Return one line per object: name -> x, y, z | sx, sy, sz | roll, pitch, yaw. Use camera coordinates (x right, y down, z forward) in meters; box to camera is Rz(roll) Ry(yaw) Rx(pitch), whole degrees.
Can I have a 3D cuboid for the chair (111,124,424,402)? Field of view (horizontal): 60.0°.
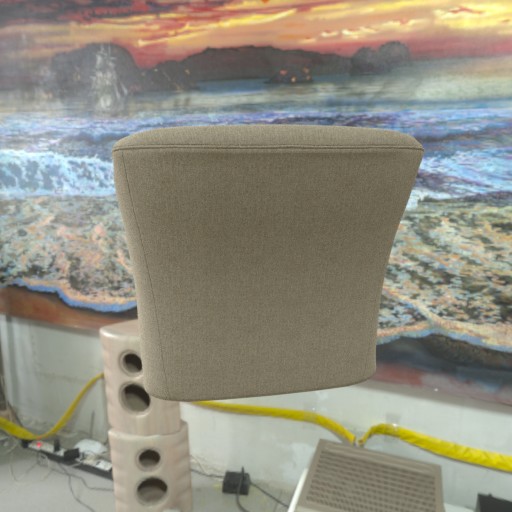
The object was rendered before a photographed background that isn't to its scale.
chair -> 0.000, 0.000, 1.577 | 0.864, 0.856, 0.923 | -2, 14, -10
